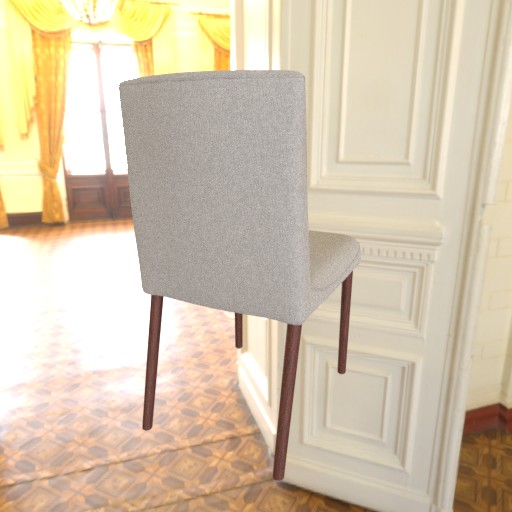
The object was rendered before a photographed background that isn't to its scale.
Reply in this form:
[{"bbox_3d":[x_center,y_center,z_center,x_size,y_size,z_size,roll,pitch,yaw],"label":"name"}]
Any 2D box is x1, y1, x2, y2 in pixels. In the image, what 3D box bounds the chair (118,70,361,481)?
[{"bbox_3d":[0.000,0.000,1.178,0.456,0.859,0.570,8,18,26],"label":"chair"}]
